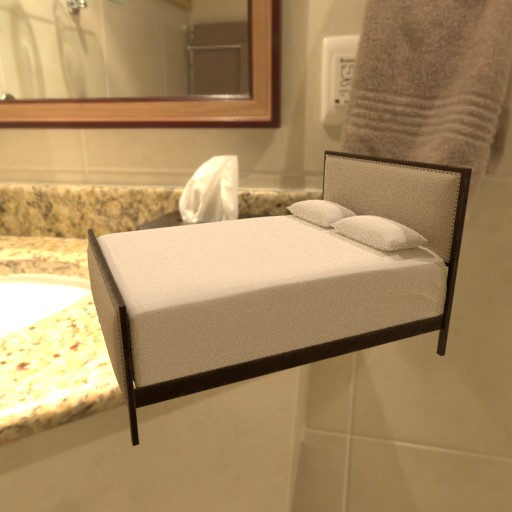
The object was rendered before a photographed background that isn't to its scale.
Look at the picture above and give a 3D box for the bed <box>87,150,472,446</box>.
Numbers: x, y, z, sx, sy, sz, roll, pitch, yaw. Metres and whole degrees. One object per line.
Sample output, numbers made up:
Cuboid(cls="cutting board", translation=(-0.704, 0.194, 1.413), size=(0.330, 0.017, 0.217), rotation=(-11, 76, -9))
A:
Cuboid(cls="bed", translation=(0.000, 0.000, 3.206), size=(2.221, 1.313, 1.607), rotation=(-8, 19, -23))
